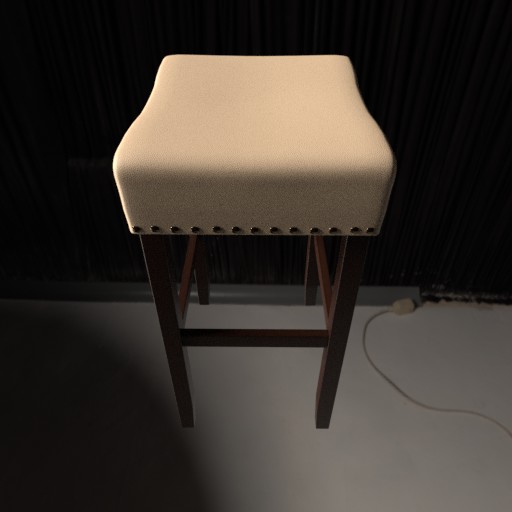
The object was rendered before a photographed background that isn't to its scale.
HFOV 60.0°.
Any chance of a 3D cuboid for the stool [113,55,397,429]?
[{"bbox_3d":[0.000,0.000,1.024,0.401,0.762,0.471,0,41,0],"label":"stool"}]
